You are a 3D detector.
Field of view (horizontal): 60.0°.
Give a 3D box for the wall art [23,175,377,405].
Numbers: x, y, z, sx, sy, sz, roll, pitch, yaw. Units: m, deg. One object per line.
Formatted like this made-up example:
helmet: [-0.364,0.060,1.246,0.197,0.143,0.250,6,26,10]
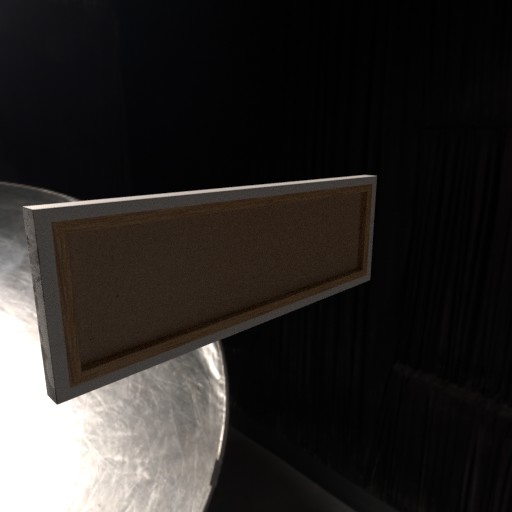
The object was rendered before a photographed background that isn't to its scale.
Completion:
wall art: [0.000,0.000,0.816,0.038,0.255,0.763,14,20,43]
